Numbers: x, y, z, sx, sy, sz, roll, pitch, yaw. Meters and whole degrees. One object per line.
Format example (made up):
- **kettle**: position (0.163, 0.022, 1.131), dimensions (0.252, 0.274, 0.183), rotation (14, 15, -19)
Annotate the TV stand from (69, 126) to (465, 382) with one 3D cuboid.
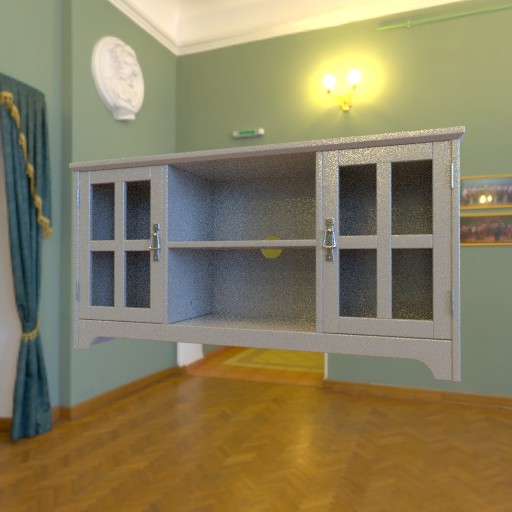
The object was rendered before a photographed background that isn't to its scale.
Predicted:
- **TV stand**: position (0.000, 0.000, 1.398), dimensions (1.167, 0.603, 0.344), rotation (0, -1, 20)
